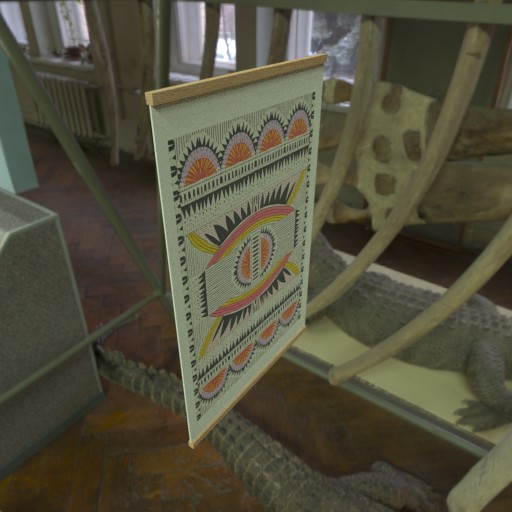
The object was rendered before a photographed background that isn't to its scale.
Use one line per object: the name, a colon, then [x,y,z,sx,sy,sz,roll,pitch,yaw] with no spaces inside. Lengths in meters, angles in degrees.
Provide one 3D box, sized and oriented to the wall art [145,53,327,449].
wall art: [0.000,0.000,1.950,0.028,1.533,0.999,21,37,30]
